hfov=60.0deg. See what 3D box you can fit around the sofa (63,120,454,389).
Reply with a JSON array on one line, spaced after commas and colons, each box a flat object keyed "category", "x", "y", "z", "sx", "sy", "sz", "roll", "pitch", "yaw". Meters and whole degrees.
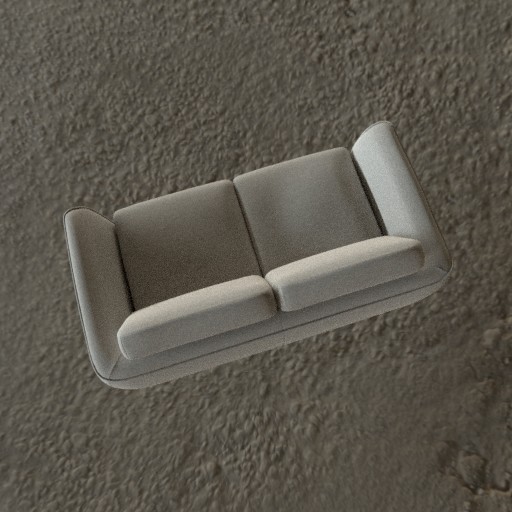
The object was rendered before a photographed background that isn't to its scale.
[{"category": "sofa", "x": 0.000, "y": 0.000, "z": 2.239, "sx": 1.700, "sy": 0.850, "sz": 0.920, "roll": -17, "pitch": 76, "yaw": -4}]
